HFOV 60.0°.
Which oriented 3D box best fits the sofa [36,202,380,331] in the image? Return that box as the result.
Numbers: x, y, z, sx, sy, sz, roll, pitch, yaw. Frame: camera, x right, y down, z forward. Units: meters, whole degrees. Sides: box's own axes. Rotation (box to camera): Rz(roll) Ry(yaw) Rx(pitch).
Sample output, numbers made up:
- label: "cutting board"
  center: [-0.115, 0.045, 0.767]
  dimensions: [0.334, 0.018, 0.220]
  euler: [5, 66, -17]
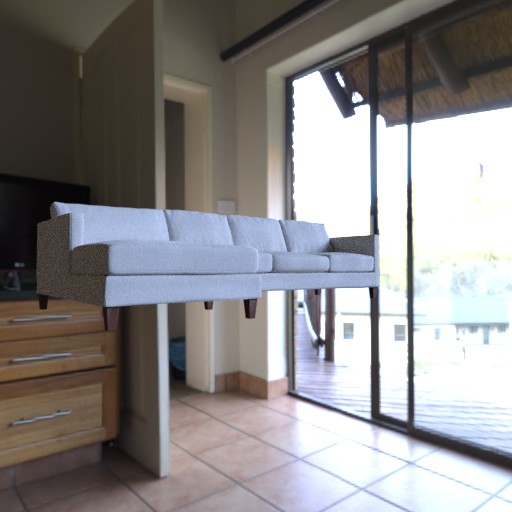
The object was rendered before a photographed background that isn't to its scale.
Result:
- label: "sofa"
  center: [0.000, 0.000, 3.858]
  dimensions: [3.186, 0.861, 1.625]
  euler: [1, -2, -38]
